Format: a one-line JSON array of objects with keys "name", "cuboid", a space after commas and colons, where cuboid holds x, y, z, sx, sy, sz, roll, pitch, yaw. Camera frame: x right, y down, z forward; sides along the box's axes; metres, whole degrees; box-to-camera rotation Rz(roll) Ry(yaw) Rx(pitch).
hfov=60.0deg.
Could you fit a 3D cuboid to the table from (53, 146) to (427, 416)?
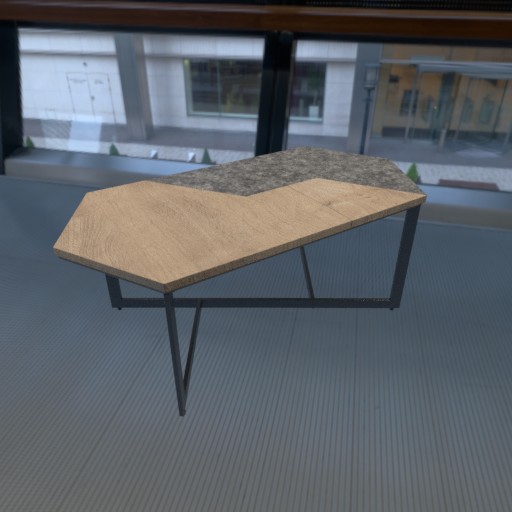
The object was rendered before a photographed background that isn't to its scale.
[{"name": "table", "cuboid": [0.000, 0.000, 1.515, 1.219, 0.457, 0.609, -19, 36, -28]}]
